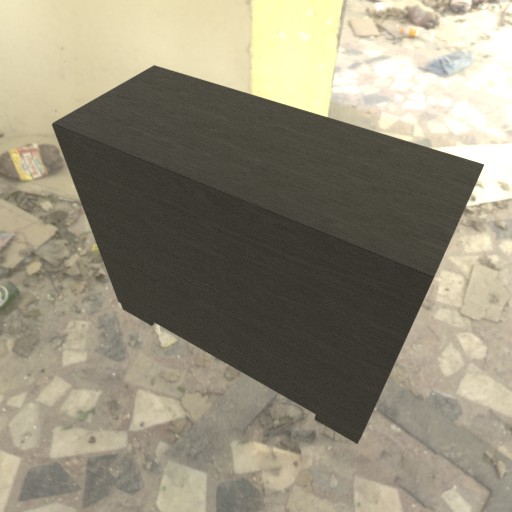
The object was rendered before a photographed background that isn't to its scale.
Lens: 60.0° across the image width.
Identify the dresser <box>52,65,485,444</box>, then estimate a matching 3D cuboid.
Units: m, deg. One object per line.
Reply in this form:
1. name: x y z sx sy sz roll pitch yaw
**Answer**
1. dresser: 0.000 0.000 1.384 0.994 0.816 0.404 24 52 21
